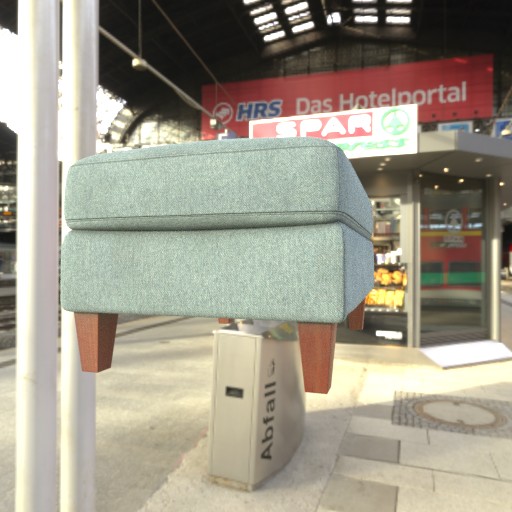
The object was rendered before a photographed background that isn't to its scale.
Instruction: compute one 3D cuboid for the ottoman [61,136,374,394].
[{"bbox_3d":[0.000,0.000,1.207,0.584,0.483,0.864,0,-1,18],"label":"ottoman"}]
